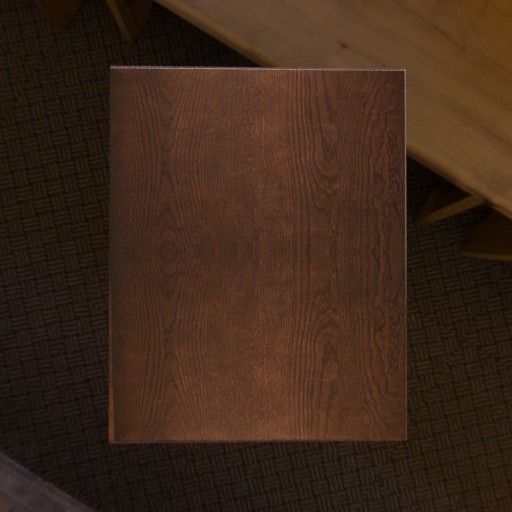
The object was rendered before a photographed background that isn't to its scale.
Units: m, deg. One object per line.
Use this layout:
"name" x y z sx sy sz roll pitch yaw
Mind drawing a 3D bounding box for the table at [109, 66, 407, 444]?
"table" 0.000 0.000 0.983 0.461 0.597 0.586 0 89 -1
